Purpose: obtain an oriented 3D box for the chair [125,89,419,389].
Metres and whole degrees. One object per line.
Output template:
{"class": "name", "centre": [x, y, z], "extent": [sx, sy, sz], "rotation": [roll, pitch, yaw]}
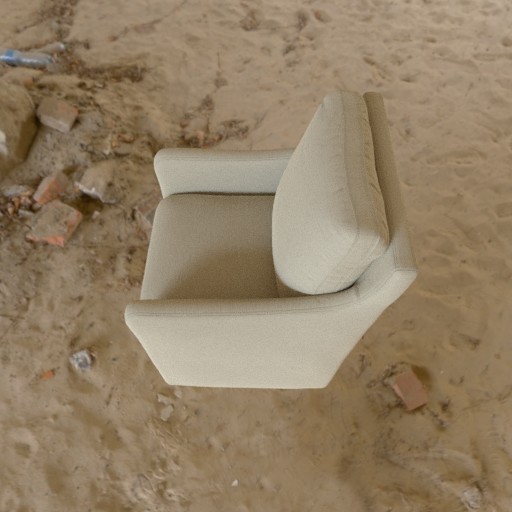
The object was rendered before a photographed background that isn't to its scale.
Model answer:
{"class": "chair", "centre": [0.000, 0.000, 1.406], "extent": [0.694, 0.914, 0.626], "rotation": [1, 58, 1]}
